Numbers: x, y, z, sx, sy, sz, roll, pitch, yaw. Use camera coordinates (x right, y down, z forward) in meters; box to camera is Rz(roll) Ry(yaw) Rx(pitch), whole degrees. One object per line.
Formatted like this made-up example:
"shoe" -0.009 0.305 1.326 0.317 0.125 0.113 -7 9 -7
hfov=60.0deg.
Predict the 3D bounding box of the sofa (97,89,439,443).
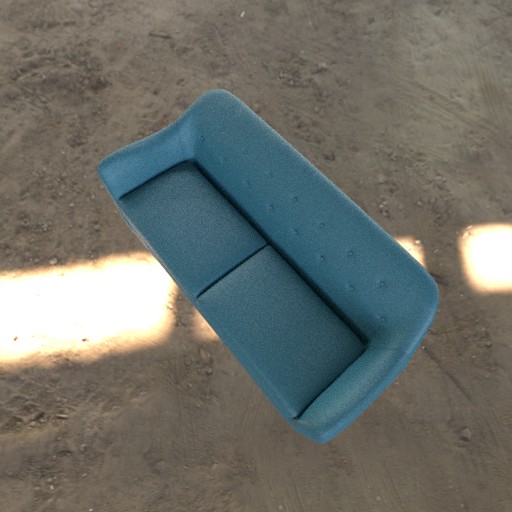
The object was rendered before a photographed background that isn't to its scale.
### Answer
"sofa" 0.000 0.000 2.385 0.820 0.836 1.840 -36 69 -17
